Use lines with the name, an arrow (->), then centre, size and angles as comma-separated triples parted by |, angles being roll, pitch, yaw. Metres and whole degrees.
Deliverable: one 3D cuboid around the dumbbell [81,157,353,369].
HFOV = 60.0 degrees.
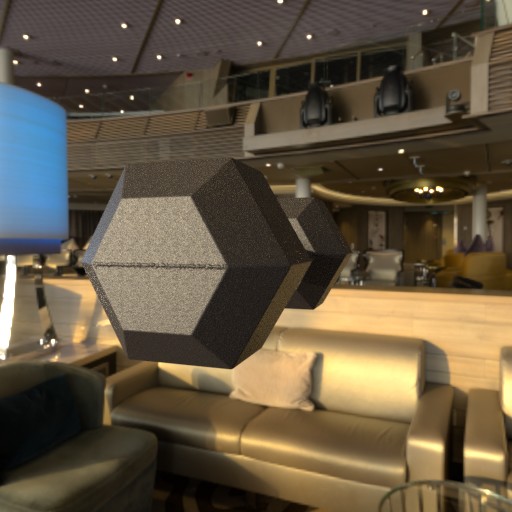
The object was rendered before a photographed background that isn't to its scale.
dumbbell -> 0.000, 0.000, 0.372 | 0.129, 0.113, 0.315 | 1, 2, 19
